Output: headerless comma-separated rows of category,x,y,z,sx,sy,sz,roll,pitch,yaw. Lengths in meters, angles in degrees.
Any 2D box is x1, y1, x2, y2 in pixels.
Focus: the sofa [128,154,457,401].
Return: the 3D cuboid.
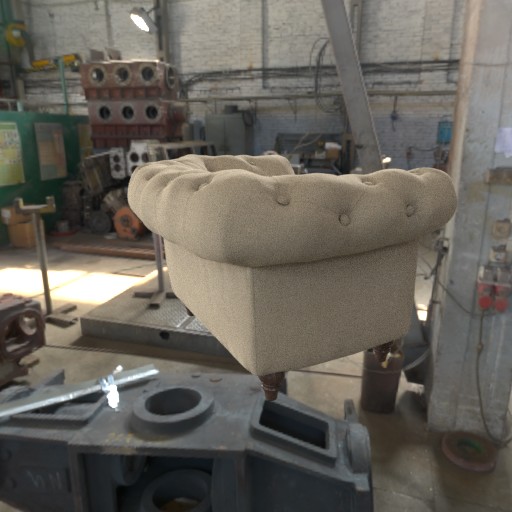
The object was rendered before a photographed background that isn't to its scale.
sofa,0.000,0.000,2.072,1.034,0.878,1.405,-8,18,-27
